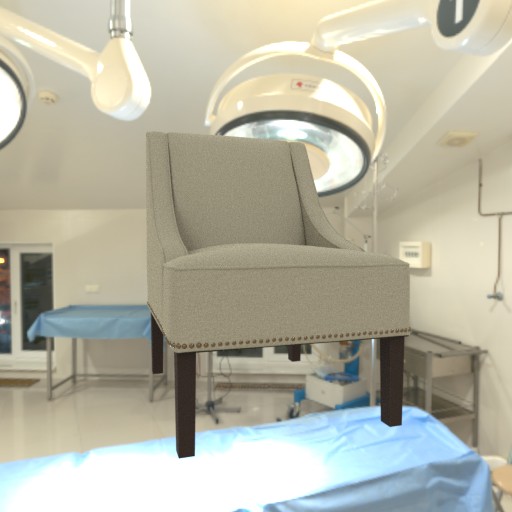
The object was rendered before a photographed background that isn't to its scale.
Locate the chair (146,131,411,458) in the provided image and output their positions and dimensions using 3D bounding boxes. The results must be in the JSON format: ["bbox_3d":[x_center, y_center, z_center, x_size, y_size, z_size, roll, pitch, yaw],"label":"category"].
[{"bbox_3d":[0.000,0.000,1.352,0.610,0.864,0.737,-1,2,-18],"label":"chair"}]
